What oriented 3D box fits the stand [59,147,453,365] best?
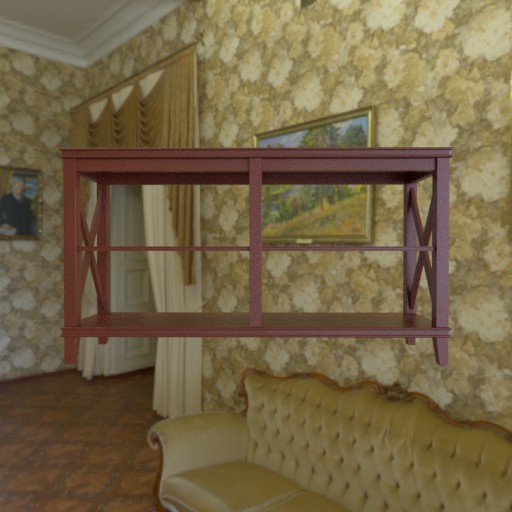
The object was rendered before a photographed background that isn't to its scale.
[{"bbox_3d":[0.000,0.000,1.737,1.372,0.762,0.381,0,1,1],"label":"stand"}]
